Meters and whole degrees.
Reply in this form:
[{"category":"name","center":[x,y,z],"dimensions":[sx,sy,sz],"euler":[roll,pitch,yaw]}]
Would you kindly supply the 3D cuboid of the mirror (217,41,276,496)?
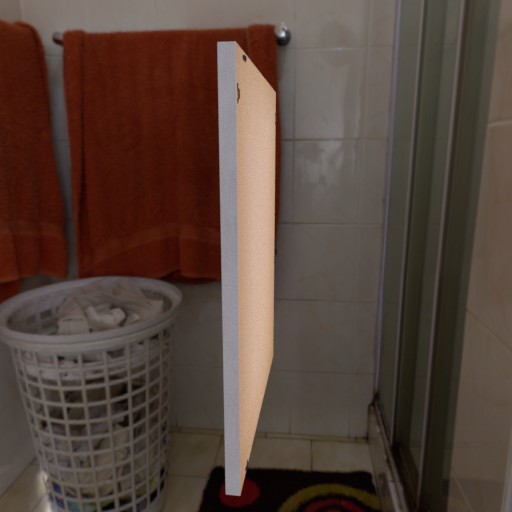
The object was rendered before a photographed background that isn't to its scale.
[{"category":"mirror","center":[0.000,0.000,1.326],"dimensions":[0.041,1.016,0.762],"euler":[2,13,8]}]
